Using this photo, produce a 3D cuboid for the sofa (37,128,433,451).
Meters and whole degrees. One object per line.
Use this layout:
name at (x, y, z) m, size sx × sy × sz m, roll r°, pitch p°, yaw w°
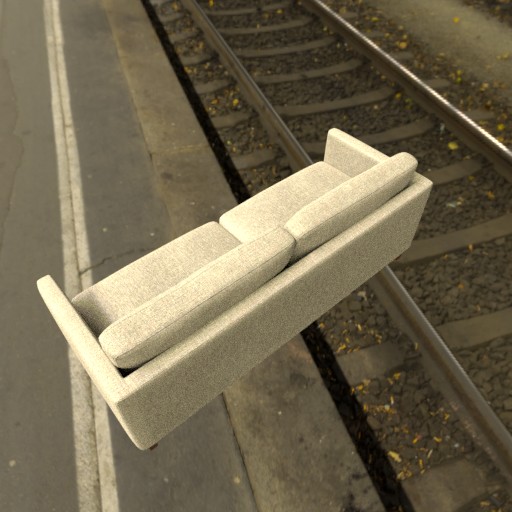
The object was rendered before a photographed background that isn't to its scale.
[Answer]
sofa at (0.000, 0.000, 2.913) m, size 2.434 × 0.951 × 0.948 m, roll -32°, pitch 55°, yaw -26°
